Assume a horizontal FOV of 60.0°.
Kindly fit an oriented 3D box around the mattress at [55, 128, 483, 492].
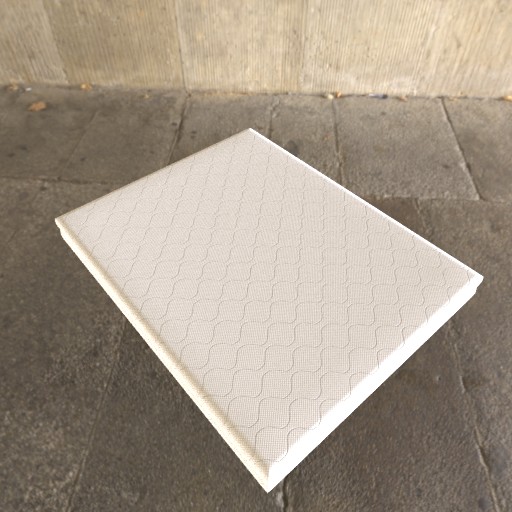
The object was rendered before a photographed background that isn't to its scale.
[{"bbox_3d":[0.000,0.000,2.661,1.600,0.200,2.000,-33,55,-26],"label":"mattress"}]
